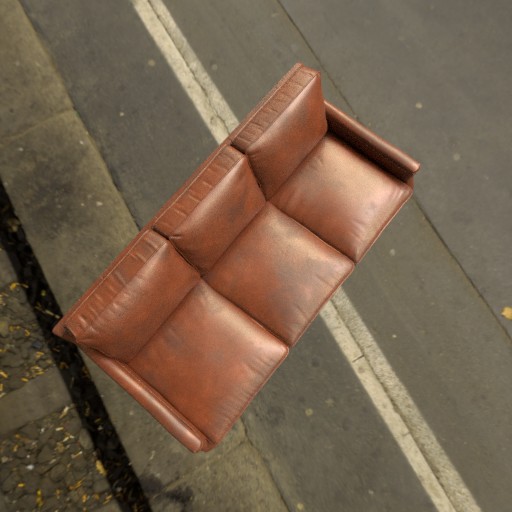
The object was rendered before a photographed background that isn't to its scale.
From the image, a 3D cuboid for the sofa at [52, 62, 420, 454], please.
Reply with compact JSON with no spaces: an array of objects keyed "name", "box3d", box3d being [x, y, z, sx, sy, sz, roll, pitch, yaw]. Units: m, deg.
[{"name":"sofa","box3d":[0.000,0.000,2.820,1.084,1.003,2.240,38,79,9]}]
